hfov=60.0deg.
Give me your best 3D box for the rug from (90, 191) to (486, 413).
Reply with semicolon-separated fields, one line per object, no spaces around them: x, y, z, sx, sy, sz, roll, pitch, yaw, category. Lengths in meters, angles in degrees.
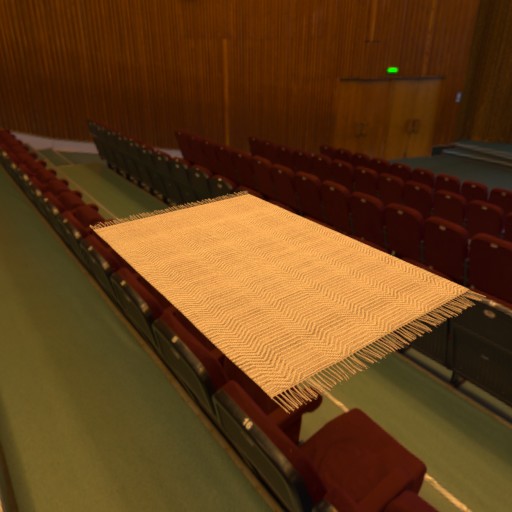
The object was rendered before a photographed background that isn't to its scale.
0.000;0.000;2.483;1.224;0.027;2.021;-18;31;-32;rug
